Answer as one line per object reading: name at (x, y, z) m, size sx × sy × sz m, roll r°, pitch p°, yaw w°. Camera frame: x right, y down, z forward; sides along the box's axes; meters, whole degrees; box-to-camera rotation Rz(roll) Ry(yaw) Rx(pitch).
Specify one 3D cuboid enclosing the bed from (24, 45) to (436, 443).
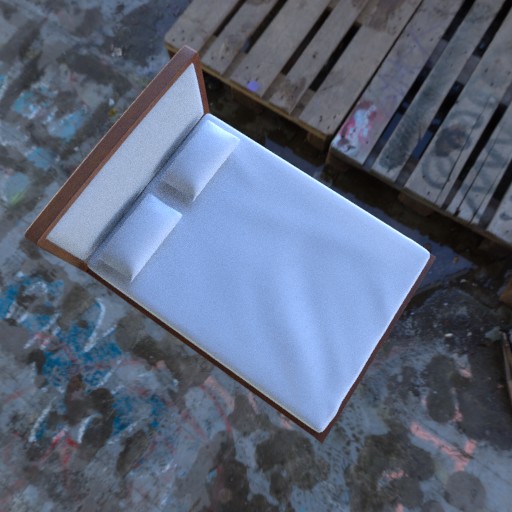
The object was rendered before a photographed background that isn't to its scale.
bed at (0.000, 0.000, 3.169) m, size 2.196 × 1.275 × 1.587 m, roll 34°, pitch 79°, yaw 8°
